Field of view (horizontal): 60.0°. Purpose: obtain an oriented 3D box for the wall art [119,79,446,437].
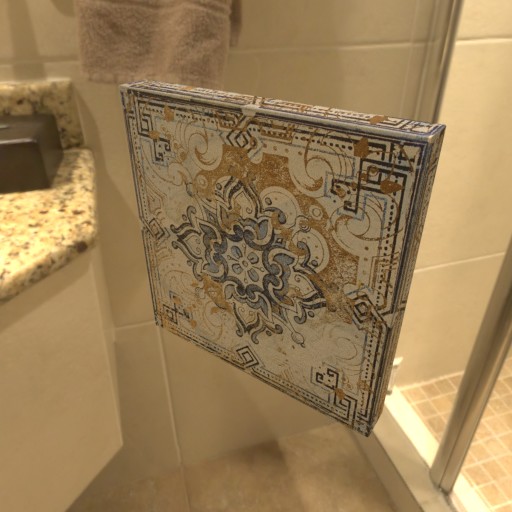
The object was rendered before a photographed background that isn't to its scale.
[{"bbox_3d":[0.000,0.000,0.453,0.302,0.306,0.038,20,37,29],"label":"wall art"}]
